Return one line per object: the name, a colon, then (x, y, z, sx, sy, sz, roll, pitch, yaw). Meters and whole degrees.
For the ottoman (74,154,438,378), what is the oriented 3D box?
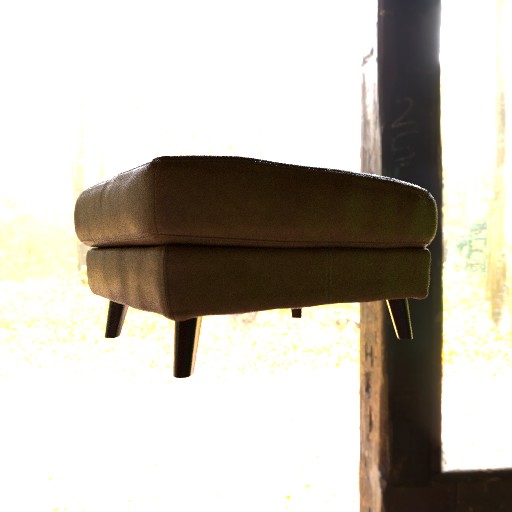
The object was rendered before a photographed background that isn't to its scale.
ottoman: (0.000, 0.000, 1.251, 0.869, 0.461, 0.630, 0, 1, -34)
